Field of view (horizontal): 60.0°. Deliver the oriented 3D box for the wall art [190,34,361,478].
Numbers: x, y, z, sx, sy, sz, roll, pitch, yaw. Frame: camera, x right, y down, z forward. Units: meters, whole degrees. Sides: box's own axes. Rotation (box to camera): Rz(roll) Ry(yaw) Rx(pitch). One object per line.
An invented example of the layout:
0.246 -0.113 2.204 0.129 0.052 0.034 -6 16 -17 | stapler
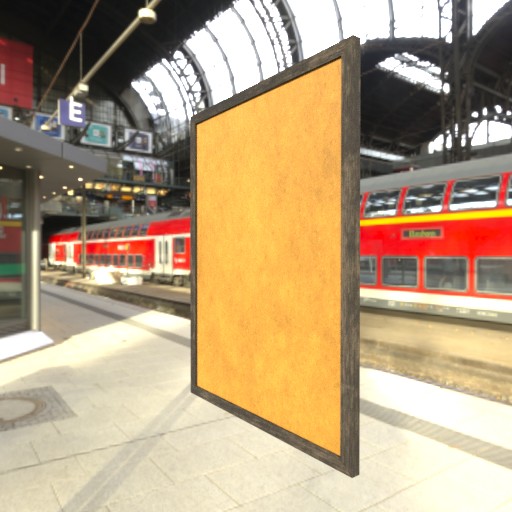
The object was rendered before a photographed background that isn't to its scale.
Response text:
0.000 0.000 1.398 0.029 1.066 0.812 0 1 -37 | wall art
